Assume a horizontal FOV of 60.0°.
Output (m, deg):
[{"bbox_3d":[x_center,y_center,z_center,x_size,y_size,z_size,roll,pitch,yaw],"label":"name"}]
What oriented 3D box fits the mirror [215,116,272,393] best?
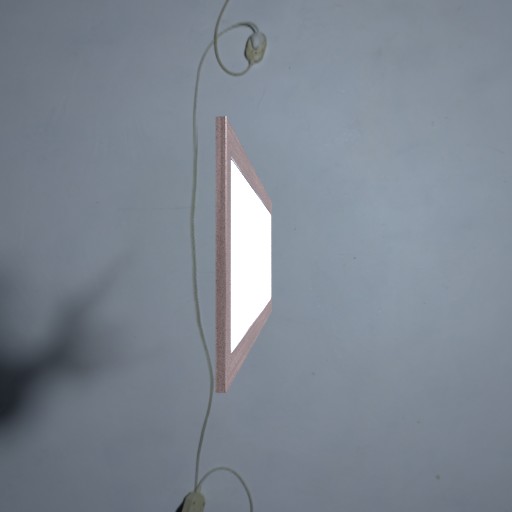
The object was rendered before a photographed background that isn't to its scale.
[{"bbox_3d":[0.000,0.000,2.310,0.221,2.020,0.812,0,90,0],"label":"mirror"}]
